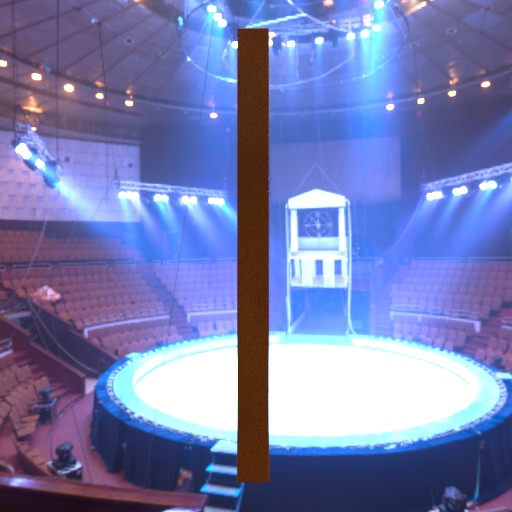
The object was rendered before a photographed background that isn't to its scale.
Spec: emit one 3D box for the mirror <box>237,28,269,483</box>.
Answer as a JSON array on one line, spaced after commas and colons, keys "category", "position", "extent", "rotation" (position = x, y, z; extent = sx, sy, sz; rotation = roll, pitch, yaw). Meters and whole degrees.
[{"category": "mirror", "position": [0.000, 0.000, 0.698], "extent": [0.041, 0.509, 0.406], "rotation": [0, -1, 2]}]
